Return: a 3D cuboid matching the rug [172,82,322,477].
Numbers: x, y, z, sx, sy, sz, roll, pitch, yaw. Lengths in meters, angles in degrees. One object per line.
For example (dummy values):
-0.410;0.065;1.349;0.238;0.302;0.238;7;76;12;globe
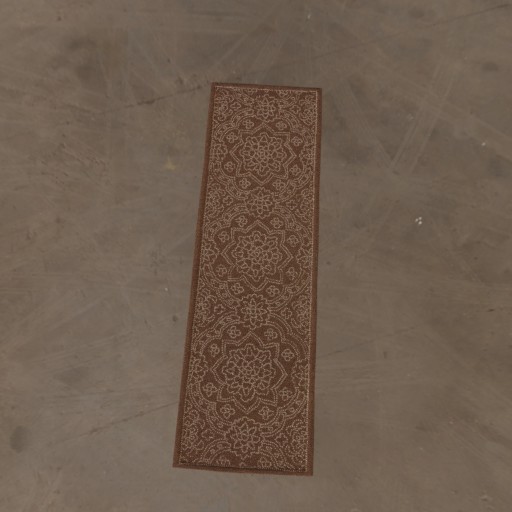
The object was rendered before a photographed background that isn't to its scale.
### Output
0.000;0.000;2.726;0.769;0.012;2.448;3;75;1;rug
